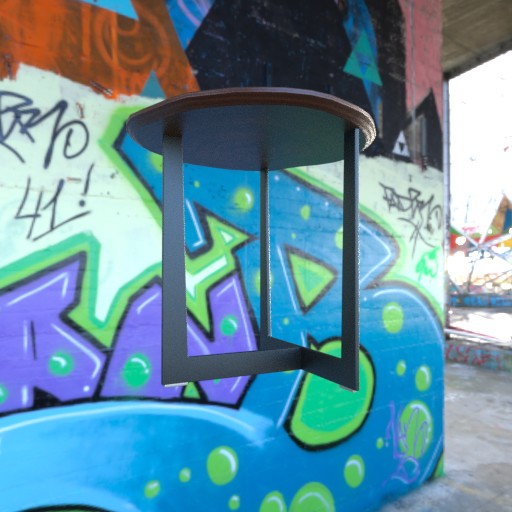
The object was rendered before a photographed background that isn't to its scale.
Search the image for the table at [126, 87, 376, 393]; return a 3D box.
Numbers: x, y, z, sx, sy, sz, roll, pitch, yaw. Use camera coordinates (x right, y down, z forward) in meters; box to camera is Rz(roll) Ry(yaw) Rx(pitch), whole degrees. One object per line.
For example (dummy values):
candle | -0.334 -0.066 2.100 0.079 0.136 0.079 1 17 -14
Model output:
table | 0.000 0.000 0.873 0.494 0.476 0.477 1 -2 -36
